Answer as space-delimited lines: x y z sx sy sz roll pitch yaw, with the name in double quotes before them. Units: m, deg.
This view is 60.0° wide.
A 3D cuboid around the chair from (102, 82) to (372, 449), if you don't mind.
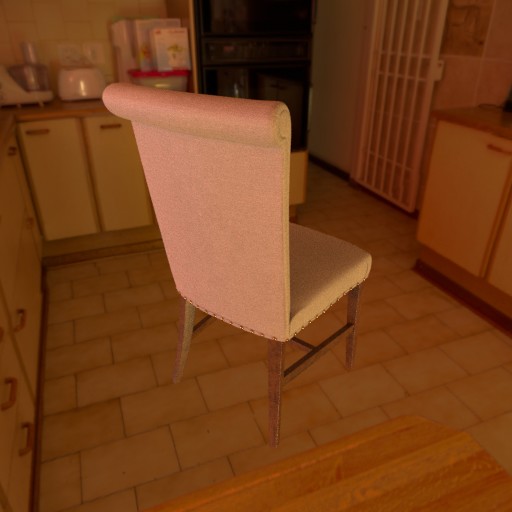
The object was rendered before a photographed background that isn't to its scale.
"chair" 0.000 0.000 1.332 0.513 0.988 0.608 20 34 33
